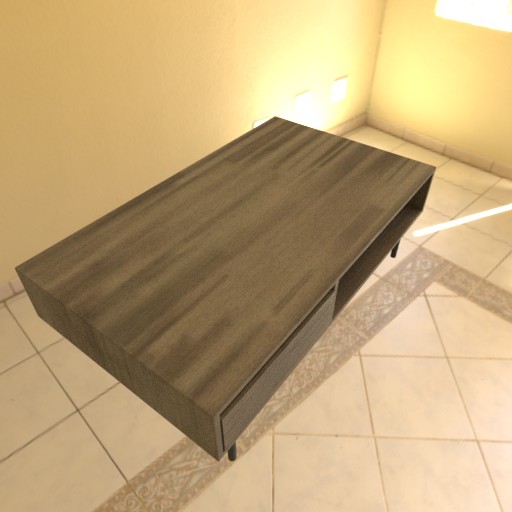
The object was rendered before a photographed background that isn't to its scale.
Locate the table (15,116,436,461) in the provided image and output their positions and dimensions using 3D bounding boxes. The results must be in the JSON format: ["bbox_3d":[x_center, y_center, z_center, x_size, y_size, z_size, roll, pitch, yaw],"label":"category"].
[{"bbox_3d":[0.000,0.000,1.364,0.643,0.347,1.088,27,48,27],"label":"table"}]
